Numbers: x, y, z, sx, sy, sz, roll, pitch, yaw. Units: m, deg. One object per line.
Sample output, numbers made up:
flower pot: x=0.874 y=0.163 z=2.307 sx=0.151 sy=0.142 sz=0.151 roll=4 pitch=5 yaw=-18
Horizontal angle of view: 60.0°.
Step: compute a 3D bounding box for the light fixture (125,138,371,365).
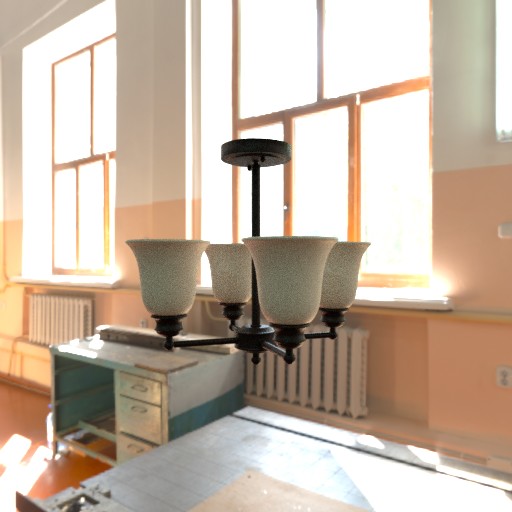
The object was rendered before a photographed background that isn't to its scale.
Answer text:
light fixture: x=0.000 y=0.000 z=1.887 sx=1.069 sy=0.925 sz=1.069 roll=0 pitch=0 yaw=-18
